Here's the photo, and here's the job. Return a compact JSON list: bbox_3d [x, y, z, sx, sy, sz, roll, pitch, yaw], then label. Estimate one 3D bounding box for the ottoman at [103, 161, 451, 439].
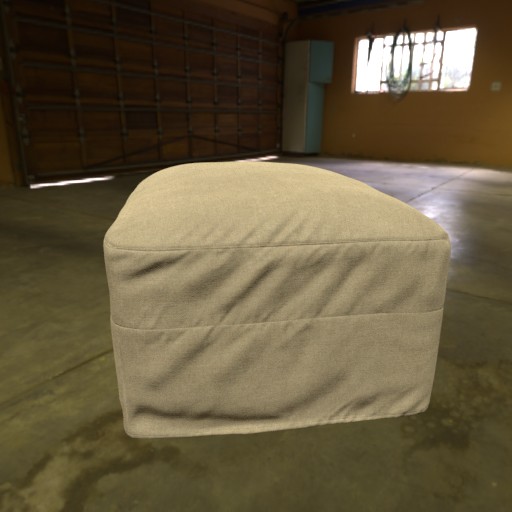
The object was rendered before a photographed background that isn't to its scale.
[{"bbox_3d":[0.000,0.000,1.211,0.683,0.481,0.837,-3,18,-9],"label":"ottoman"}]
